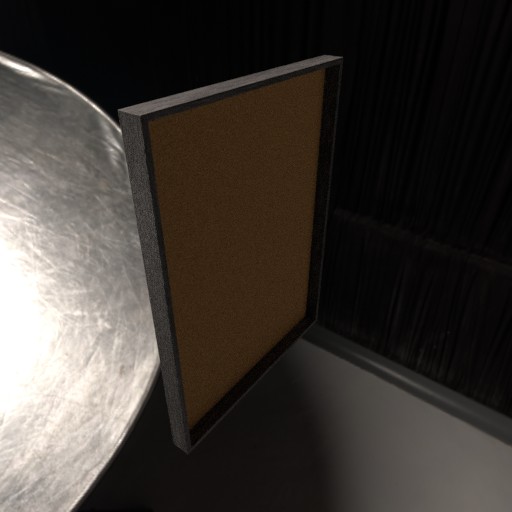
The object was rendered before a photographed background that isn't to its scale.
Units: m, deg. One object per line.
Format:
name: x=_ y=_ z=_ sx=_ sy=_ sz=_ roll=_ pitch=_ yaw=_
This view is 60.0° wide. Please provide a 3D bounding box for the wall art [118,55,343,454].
wall art: x=0.000 y=0.000 z=1.334 sx=0.063 sy=1.016 sz=0.762 roll=23 pitch=39 yaw=30
